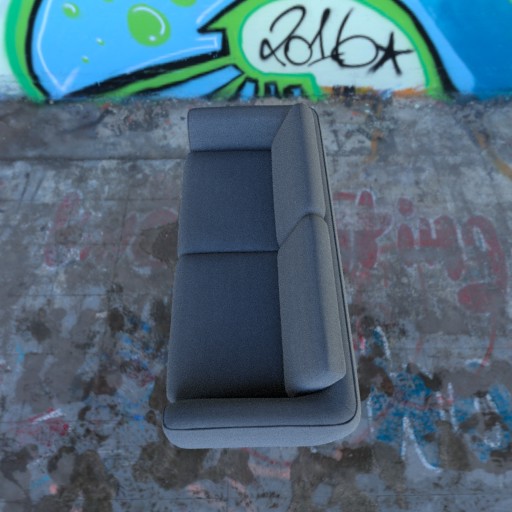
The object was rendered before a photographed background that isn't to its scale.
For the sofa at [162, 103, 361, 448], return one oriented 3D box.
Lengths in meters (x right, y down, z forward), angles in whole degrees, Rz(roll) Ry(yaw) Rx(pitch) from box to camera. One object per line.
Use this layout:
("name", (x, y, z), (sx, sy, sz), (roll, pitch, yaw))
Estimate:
("sofa", (0.000, 0.000, 2.522), (0.920, 0.850, 2.000), (-1, 59, -1))
